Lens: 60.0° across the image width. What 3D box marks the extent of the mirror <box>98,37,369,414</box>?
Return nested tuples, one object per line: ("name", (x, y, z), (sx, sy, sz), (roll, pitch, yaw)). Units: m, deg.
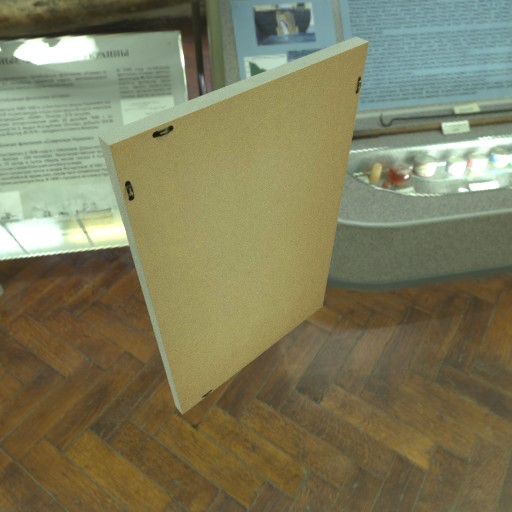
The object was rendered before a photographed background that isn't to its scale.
("mirror", (0.000, 0.000, 1.134), (0.609, 0.915, 0.041), (-32, 54, -27))
